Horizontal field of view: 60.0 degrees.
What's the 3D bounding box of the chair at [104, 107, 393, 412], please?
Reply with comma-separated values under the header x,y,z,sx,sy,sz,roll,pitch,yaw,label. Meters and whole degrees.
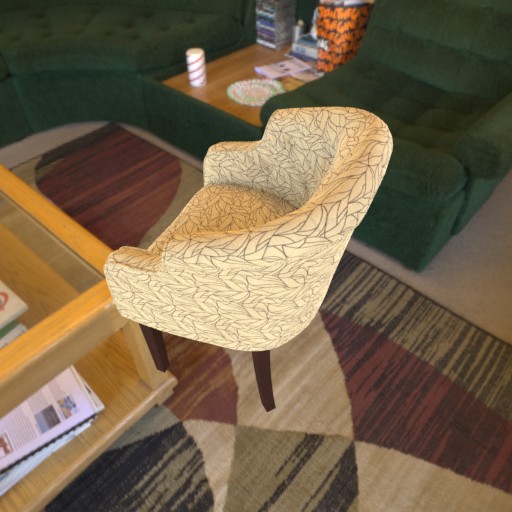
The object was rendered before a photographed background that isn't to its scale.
x,y,z,sx,sy,sz,roll,pitch,yaw,label
0.000,0.000,1.327,0.613,0.858,0.686,18,48,16,chair
